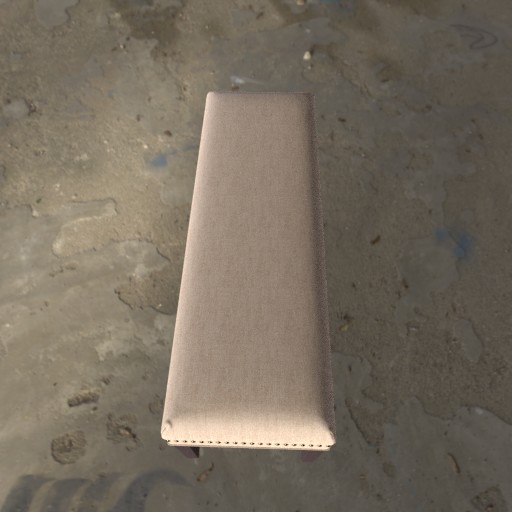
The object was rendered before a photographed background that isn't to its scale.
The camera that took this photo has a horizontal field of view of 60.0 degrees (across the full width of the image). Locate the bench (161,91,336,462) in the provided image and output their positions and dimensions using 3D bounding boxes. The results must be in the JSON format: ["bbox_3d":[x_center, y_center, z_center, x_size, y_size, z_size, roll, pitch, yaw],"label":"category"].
[{"bbox_3d":[0.000,0.000,1.488,0.410,0.457,1.219,1,58,1],"label":"bench"}]
